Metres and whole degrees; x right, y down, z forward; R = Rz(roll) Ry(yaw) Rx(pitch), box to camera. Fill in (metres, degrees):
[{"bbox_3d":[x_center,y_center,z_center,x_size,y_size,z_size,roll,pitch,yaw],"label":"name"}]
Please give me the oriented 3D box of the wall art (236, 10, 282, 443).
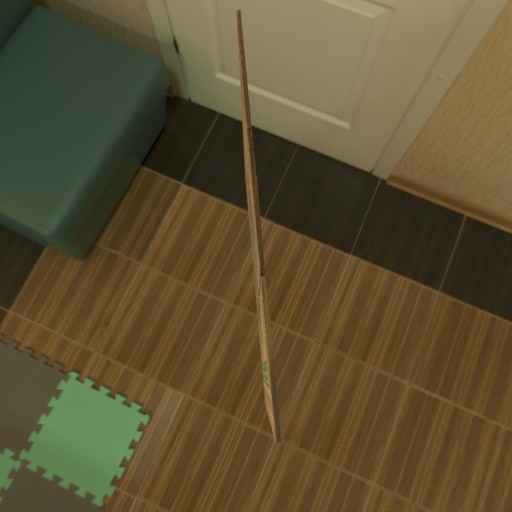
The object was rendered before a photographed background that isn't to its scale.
[{"bbox_3d":[0.000,0.000,1.764,0.013,1.213,1.215,-5,75,-1],"label":"wall art"}]
